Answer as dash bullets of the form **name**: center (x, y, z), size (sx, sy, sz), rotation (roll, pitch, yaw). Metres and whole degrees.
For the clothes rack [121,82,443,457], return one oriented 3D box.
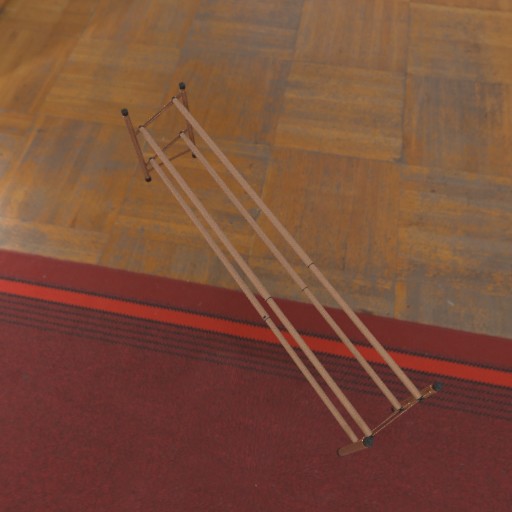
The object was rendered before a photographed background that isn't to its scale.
- **clothes rack**: center (0.000, 0.000, 1.332), size (0.229, 0.349, 1.168), rotation (-31, 67, -15)
